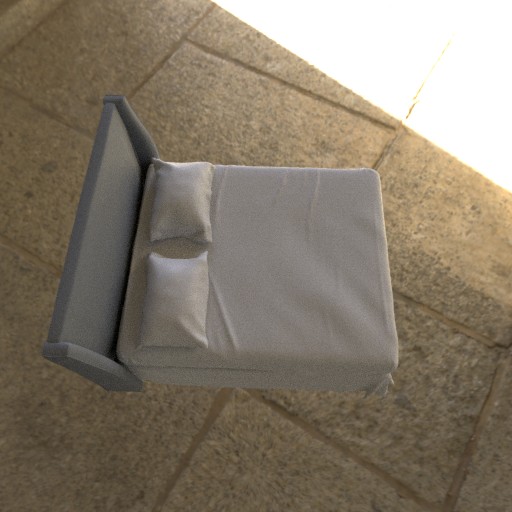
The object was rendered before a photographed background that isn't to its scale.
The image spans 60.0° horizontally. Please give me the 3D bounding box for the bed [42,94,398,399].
[{"bbox_3d":[0.000,0.000,3.352,2.276,1.332,1.925,2,65,1],"label":"bed"}]
